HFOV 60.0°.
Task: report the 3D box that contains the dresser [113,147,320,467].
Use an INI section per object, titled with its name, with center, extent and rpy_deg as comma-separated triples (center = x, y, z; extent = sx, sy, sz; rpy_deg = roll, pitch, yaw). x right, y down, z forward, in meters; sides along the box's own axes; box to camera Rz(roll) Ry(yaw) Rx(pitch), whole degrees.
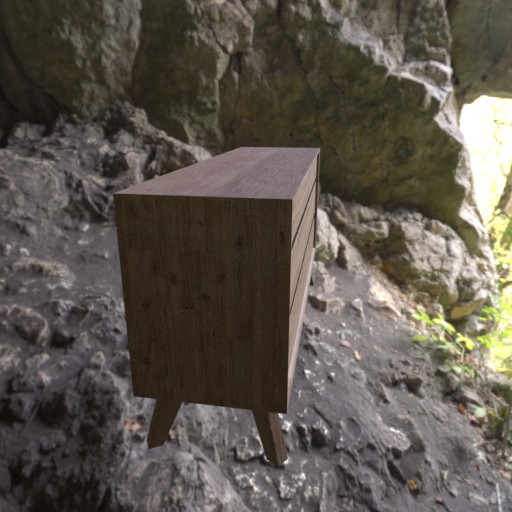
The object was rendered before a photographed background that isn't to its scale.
[dresser]
center = 0.000, 0.000, 1.930
extent = 0.455, 0.805, 1.554
rpy_deg = 3, 18, 10
